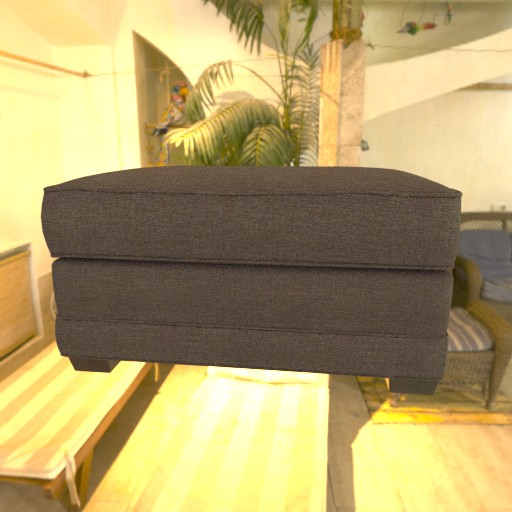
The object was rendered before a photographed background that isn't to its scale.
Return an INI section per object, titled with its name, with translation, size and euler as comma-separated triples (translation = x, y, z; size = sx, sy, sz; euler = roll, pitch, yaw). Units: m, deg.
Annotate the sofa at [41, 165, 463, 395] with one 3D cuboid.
[sofa]
translation = 0.000, 0.000, 1.171
size = 0.854, 0.457, 0.578
euler = 2, 14, 7
